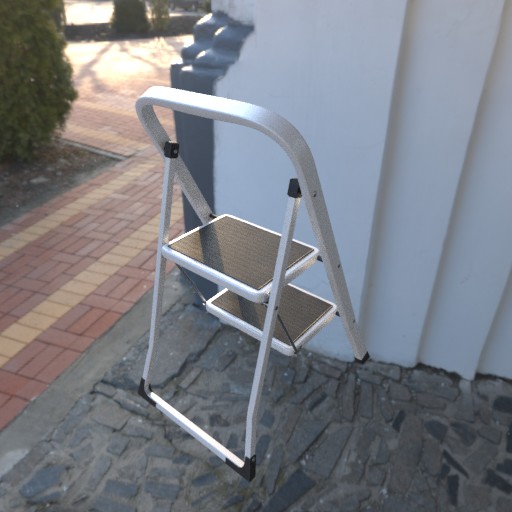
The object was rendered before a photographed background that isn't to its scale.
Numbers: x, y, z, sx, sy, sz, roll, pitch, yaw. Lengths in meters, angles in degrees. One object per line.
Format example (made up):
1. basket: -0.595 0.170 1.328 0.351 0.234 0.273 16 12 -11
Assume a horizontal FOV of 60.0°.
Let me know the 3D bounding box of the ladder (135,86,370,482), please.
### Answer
1. ladder: 0.000 0.000 1.092 0.460 0.810 0.544 23 39 33
